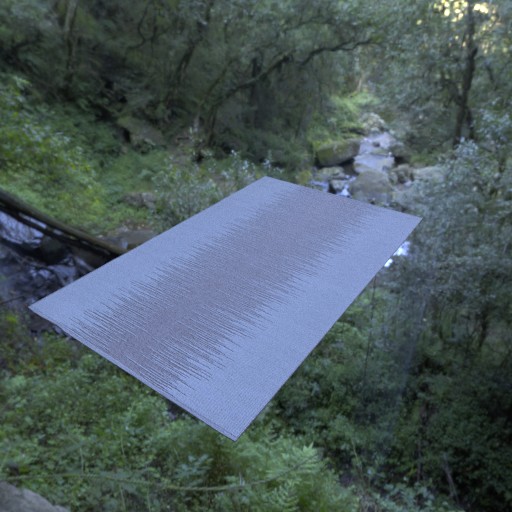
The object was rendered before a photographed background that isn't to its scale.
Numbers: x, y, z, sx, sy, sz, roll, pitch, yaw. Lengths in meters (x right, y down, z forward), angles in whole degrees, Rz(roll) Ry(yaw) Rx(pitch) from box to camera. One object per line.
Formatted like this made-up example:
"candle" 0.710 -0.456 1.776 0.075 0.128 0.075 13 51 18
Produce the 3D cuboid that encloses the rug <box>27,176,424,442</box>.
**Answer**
"rug" 0.000 0.000 3.030 1.522 0.012 2.440 21 38 29
